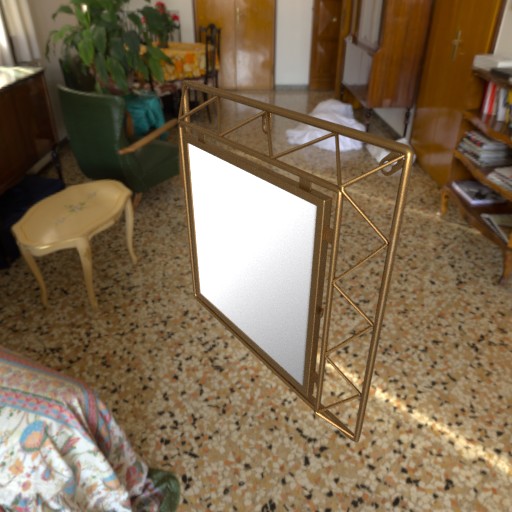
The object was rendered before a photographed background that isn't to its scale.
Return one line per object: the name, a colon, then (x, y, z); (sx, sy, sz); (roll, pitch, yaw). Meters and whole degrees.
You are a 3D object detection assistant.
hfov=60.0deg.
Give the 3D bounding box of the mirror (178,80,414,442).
mirror: (0.000, 0.000, 0.629); (0.046, 0.414, 0.416); (-22, 38, -31)
